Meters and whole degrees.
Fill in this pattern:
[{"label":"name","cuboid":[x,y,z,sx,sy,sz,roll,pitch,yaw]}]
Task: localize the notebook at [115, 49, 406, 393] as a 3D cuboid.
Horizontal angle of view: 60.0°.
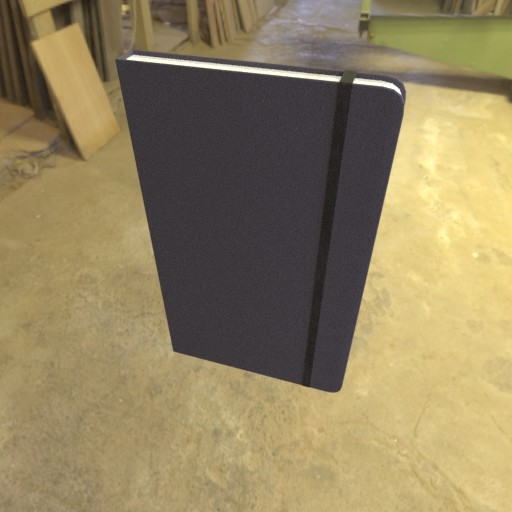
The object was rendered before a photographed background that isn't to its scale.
[{"label":"notebook","cuboid":[0.000,0.000,0.258,0.127,0.213,0.016,11,42,13]}]
